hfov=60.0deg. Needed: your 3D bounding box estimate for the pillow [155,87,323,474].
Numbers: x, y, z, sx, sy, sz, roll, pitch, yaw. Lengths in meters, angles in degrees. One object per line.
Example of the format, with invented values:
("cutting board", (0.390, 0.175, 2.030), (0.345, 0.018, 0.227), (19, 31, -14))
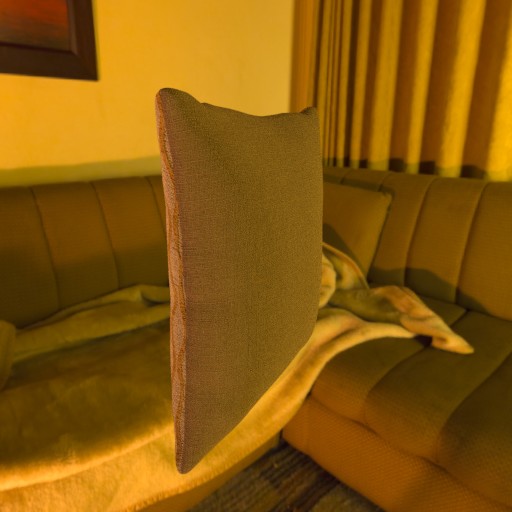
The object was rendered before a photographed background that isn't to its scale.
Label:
("pillow", (0.000, 0.000, 0.651), (0.159, 0.436, 0.429), (8, 18, 24))
